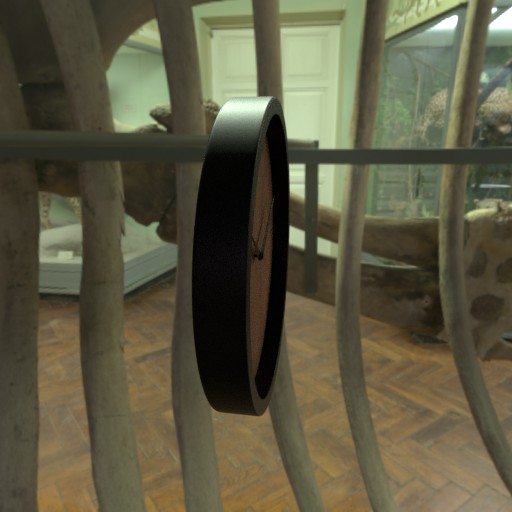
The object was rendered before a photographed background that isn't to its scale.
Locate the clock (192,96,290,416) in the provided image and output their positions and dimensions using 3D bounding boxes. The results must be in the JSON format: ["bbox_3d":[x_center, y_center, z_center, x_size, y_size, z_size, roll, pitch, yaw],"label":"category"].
[{"bbox_3d":[0.000,0.000,0.464,0.040,0.314,0.314,3,16,9],"label":"clock"}]
